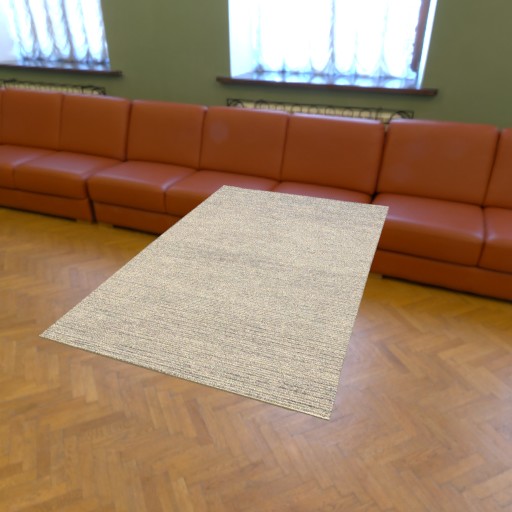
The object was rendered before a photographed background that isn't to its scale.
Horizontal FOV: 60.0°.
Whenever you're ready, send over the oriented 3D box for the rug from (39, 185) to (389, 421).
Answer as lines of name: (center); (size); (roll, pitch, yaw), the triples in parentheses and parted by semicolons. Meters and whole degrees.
rug: (0.000, 0.000, 2.298); (1.162, 0.022, 1.804); (10, 31, 18)
